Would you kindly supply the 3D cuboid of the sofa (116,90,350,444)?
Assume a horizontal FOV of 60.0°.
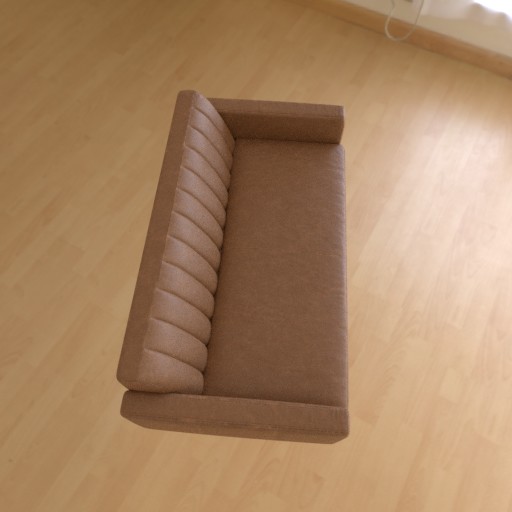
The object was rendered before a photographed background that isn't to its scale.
[{"bbox_3d":[0.000,0.000,2.431,0.993,0.821,1.847,4,63,2],"label":"sofa"}]
